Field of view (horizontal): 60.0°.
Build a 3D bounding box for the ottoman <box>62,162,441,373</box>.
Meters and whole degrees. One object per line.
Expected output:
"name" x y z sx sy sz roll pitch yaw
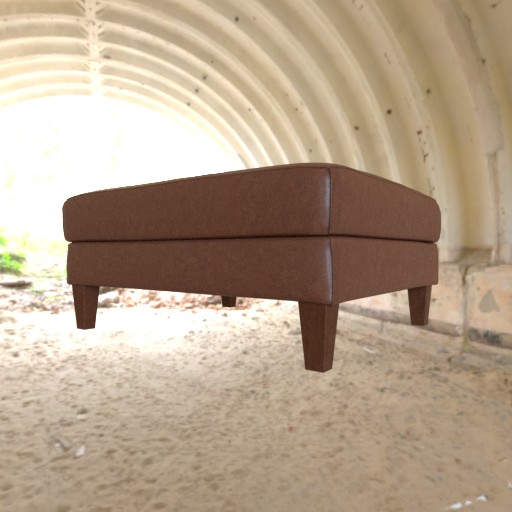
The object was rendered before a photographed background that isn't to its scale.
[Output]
"ottoman" 0.000 0.000 1.474 0.987 0.472 0.836 0 1 36
